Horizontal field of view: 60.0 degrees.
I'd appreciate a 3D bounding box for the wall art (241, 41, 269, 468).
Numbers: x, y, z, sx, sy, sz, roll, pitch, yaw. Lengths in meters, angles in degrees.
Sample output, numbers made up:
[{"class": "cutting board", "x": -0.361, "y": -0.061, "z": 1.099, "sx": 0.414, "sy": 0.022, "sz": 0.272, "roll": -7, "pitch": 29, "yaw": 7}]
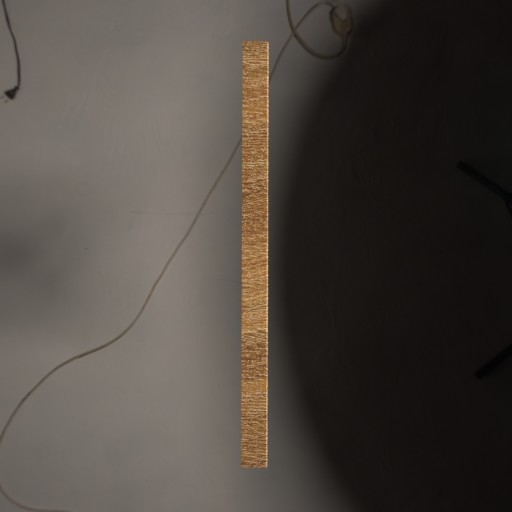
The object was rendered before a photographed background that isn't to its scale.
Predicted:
[{"class": "wall art", "x": 0.000, "y": 0.000, "z": 0.931, "sx": 0.042, "sy": 0.608, "sz": 0.611, "roll": 0, "pitch": 90, "yaw": 1}]
